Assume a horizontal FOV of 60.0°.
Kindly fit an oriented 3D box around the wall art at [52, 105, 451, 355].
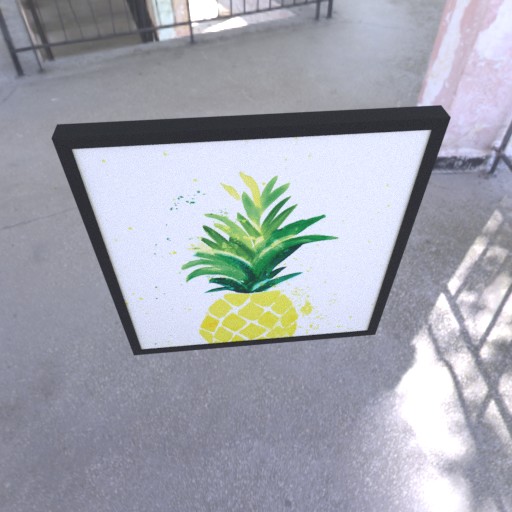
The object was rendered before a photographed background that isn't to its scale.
[{"bbox_3d":[0.000,0.000,0.756,0.508,0.507,0.033,-4,47,-4],"label":"wall art"}]
